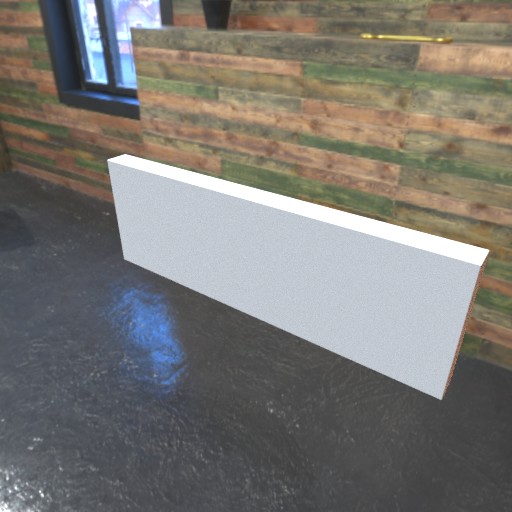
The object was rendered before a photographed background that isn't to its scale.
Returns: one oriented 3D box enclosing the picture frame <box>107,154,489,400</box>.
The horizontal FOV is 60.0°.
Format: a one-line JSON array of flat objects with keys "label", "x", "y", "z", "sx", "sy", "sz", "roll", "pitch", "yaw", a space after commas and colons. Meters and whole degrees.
[{"label": "picture frame", "x": 0.000, "y": 0.000, "z": 0.849, "sx": 0.759, "sy": 0.250, "sz": 0.050, "roll": 20, "pitch": 35, "yaw": 30}]
